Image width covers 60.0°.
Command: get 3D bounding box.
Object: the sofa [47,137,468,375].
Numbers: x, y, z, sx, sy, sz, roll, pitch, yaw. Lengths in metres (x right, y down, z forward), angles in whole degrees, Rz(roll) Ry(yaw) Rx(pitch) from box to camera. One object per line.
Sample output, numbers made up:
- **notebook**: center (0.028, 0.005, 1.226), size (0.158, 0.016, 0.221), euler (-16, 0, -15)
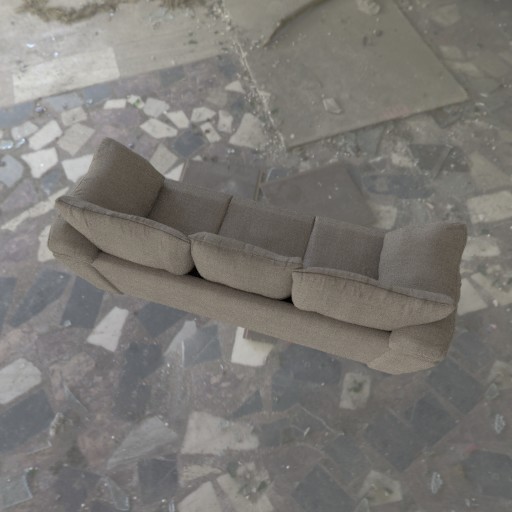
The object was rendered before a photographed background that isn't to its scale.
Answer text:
- **sofa**: center (0.000, 0.000, 2.786), size (2.334, 0.996, 0.878), euler (15, 63, 8)
